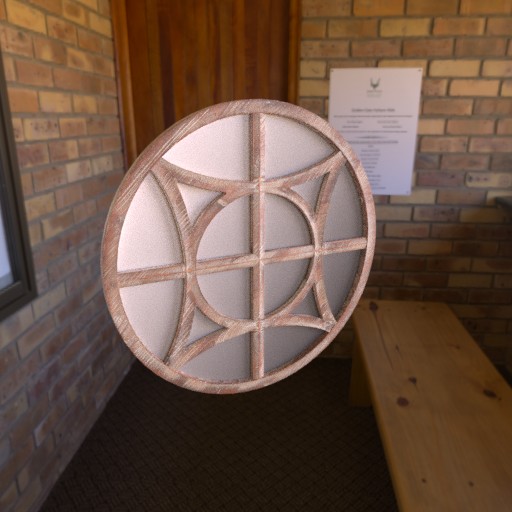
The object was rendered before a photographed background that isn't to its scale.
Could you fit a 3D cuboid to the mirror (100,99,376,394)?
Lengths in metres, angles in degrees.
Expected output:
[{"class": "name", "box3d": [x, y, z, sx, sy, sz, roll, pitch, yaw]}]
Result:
[{"class": "mirror", "box3d": [0.000, 0.000, 1.066, 0.710, 0.710, 0.038, -9, 19, -26]}]
